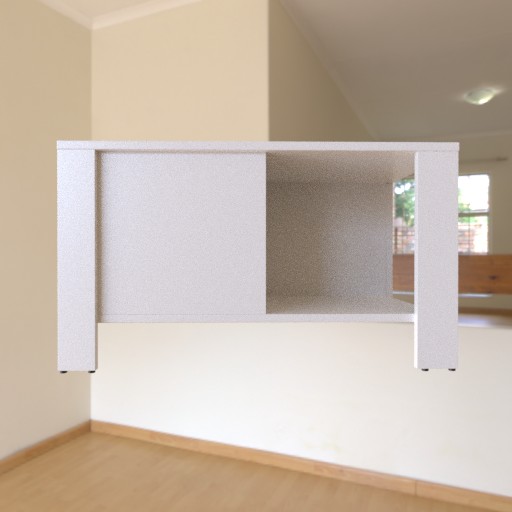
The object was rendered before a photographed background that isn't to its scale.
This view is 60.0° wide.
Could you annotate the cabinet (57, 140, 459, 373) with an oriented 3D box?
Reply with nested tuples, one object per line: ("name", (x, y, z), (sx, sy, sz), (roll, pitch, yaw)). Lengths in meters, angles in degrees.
("cabinet", (0.000, 0.000, 1.280), (0.800, 0.460, 0.800), (0, 0, -1))
